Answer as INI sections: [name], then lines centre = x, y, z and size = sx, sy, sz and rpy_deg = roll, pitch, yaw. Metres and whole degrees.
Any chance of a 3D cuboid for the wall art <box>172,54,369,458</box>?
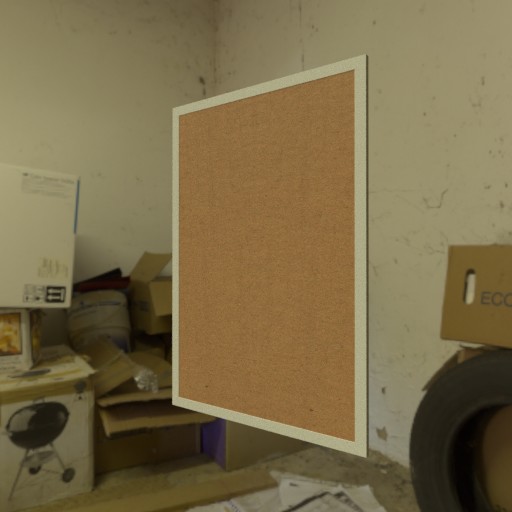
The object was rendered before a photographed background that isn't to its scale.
[wall art]
centre = 0.000, 0.000, 1.258
size = 0.660, 0.965, 0.015
rpy_deg = 0, 0, 36
